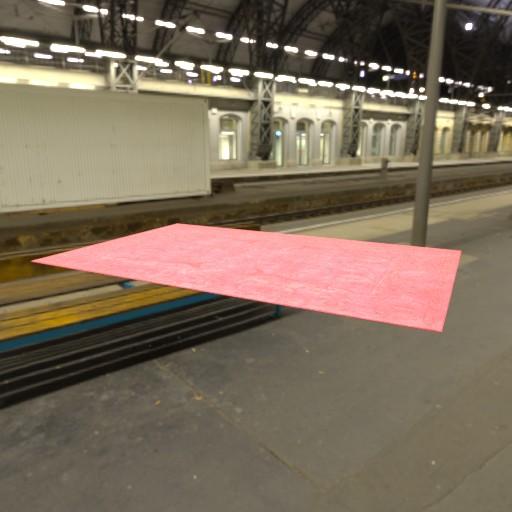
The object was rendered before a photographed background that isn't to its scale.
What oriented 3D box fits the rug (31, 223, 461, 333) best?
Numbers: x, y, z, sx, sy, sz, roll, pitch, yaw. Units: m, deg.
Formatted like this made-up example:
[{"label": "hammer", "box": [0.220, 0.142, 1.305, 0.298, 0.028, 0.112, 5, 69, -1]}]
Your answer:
[{"label": "rug", "box": [0.000, 0.000, 2.945, 2.423, 0.010, 1.534, 7, 16, 26]}]
